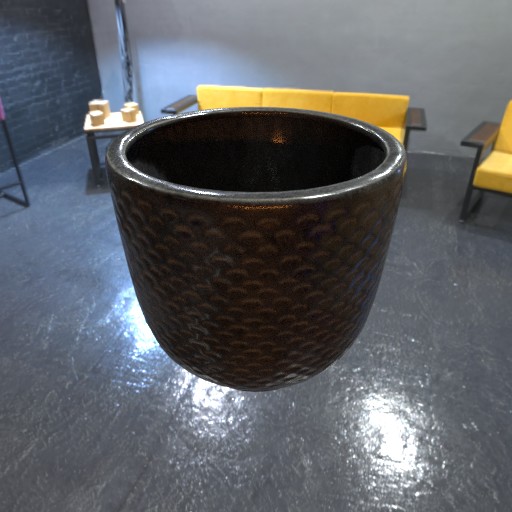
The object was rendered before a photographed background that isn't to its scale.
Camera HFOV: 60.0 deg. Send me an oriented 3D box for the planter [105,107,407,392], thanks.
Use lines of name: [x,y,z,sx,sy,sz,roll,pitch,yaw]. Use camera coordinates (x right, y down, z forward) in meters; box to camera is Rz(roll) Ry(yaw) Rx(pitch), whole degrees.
planter: [0.000,0.000,0.244,0.140,0.129,0.140,0,32,0]
